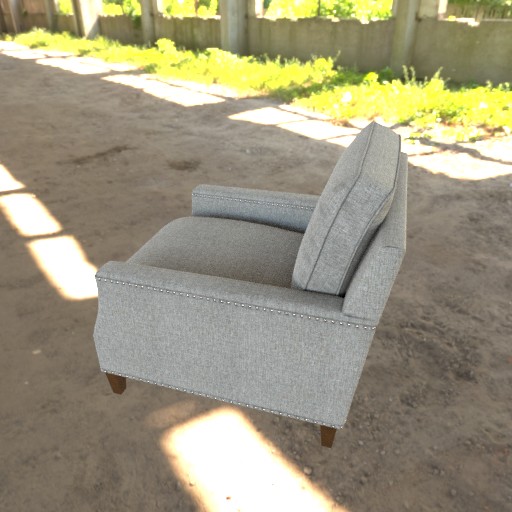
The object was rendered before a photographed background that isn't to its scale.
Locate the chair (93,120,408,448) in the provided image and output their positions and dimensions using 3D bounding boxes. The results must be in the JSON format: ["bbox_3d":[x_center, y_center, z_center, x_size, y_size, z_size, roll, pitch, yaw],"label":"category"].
[{"bbox_3d":[0.000,0.000,1.707,1.014,0.943,0.853,9,31,15],"label":"chair"}]
